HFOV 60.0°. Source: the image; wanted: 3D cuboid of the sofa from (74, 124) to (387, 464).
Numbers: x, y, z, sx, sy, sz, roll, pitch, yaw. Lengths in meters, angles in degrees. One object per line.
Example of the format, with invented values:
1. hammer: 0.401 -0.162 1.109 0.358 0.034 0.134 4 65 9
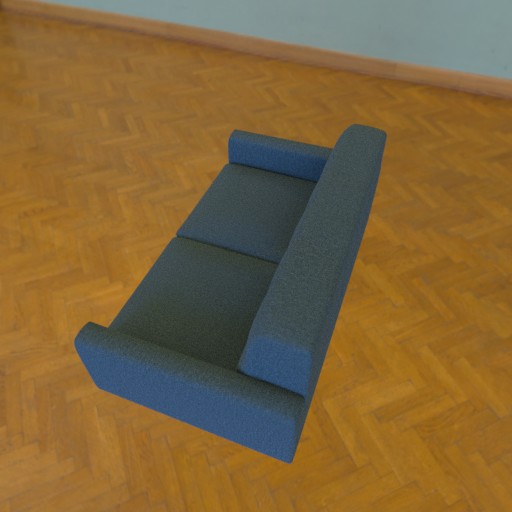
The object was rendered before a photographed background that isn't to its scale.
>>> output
1. sofa: 0.000 0.000 2.247 0.942 0.896 1.651 16 49 14
